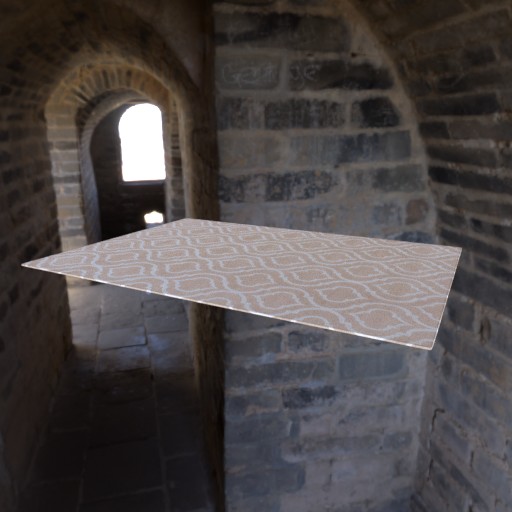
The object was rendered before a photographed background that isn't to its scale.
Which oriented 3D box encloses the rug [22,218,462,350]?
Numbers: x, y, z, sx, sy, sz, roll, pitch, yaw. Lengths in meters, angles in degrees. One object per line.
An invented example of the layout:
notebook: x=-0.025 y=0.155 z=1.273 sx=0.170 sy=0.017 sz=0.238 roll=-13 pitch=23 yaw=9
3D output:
rug: x=0.000 y=0.000 z=2.619 sx=2.134 sy=0.010 sz=1.524 roll=8 pitch=18 yaw=26
